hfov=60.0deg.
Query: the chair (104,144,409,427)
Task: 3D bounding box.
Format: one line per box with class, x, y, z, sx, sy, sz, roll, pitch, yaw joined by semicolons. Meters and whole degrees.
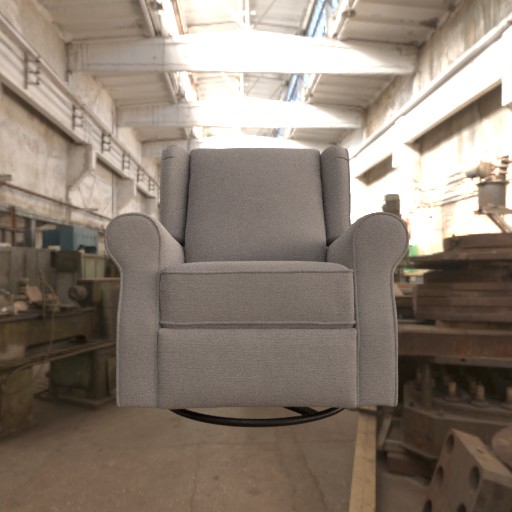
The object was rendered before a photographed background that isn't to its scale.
chair;0.000;0.000;1.662;0.906;0.966;0.854;0;0;-1
